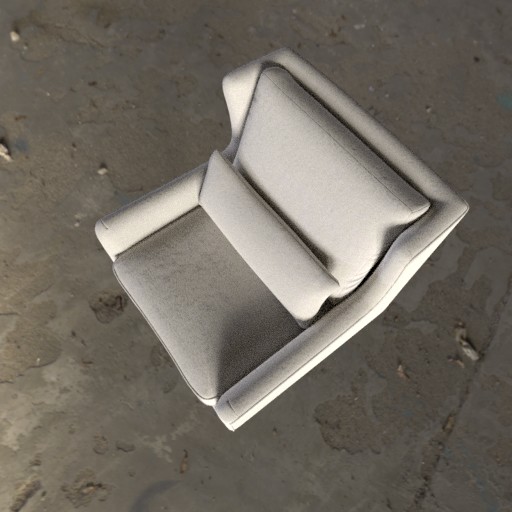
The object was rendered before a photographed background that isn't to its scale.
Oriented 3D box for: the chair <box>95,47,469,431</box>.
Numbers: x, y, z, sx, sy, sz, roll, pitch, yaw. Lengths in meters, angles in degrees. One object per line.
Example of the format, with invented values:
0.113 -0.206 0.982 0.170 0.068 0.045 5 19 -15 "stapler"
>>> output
0.000 0.000 1.867 1.040 1.056 0.982 -34 69 -15 "chair"
